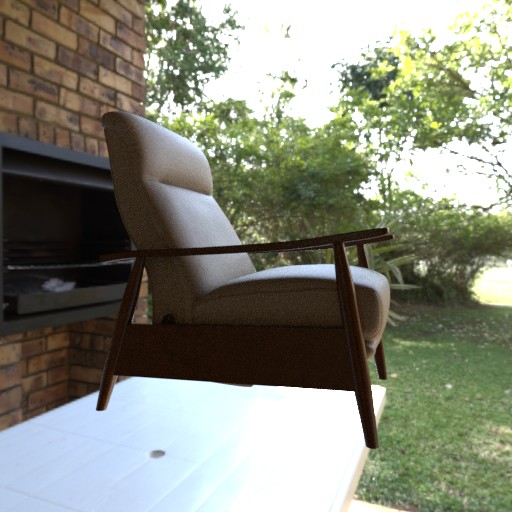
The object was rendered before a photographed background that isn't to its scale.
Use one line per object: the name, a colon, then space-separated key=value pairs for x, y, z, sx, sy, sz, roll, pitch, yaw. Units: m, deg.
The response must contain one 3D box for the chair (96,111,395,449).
chair: x=0.000 y=0.000 z=1.751 sx=1.030 sy=1.082 sz=0.762 roll=0 pitch=1 yaw=18
